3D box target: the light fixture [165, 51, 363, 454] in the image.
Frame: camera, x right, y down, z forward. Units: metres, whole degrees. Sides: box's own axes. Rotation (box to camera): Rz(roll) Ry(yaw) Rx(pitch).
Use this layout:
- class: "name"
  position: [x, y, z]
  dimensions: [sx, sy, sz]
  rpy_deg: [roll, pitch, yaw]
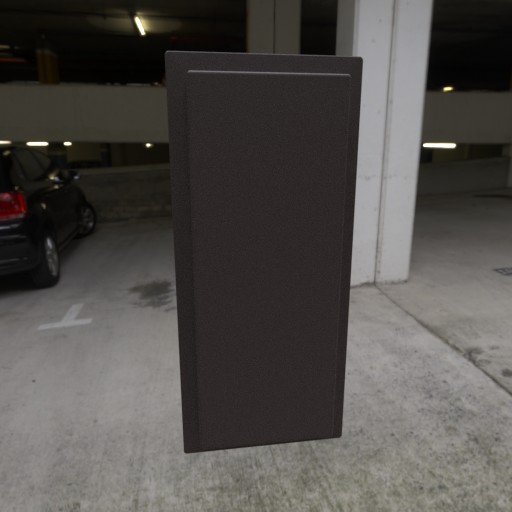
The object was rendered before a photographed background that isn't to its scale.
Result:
- class: "light fixture"
  position: [0.000, 0.000, 0.434]
  dimensions: [0.153, 0.347, 0.146]
  rpy_deg: [-2, 15, -9]
